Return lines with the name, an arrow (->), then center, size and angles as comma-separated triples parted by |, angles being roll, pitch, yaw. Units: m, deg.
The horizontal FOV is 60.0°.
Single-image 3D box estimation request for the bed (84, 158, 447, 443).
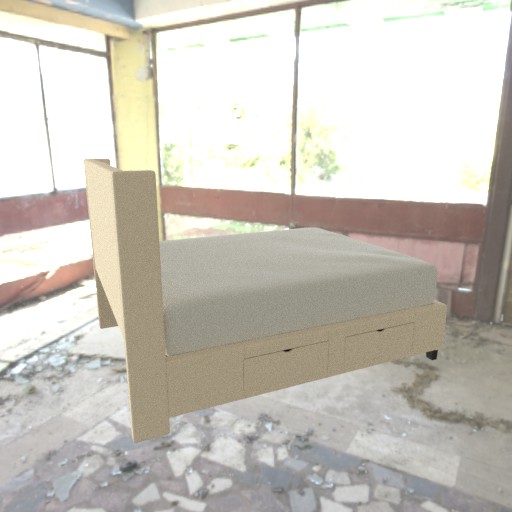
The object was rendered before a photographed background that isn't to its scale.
bed -> 0.000, 0.000, 3.473 | 2.280, 1.471, 1.765 | -7, 16, -24
